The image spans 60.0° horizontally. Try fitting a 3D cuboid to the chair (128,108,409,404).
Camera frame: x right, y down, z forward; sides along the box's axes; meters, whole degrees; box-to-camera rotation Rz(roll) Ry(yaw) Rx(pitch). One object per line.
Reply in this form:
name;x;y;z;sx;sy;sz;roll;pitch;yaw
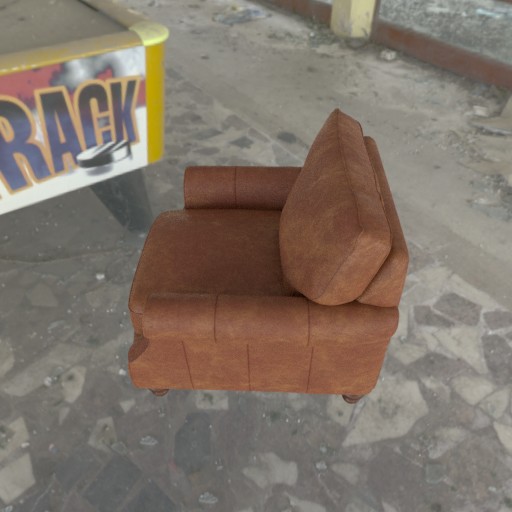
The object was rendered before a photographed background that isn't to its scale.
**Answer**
chair;0.000;0.000;1.822;0.986;0.962;0.983;2;42;2
